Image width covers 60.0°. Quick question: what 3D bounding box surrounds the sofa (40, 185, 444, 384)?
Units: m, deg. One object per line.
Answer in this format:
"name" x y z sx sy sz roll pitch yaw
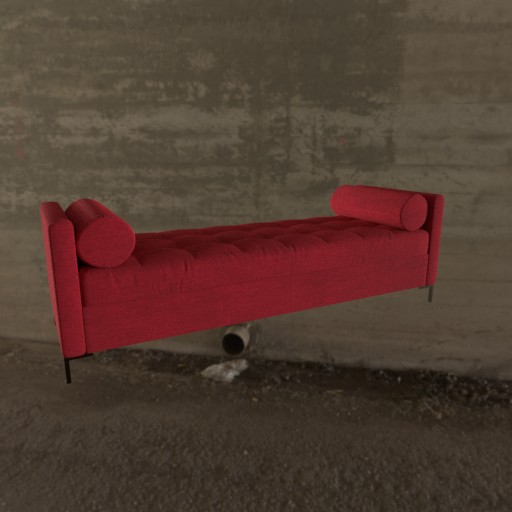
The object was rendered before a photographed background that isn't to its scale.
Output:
"sofa" 0.000 0.000 2.338 1.981 0.635 0.686 -7 16 -27
